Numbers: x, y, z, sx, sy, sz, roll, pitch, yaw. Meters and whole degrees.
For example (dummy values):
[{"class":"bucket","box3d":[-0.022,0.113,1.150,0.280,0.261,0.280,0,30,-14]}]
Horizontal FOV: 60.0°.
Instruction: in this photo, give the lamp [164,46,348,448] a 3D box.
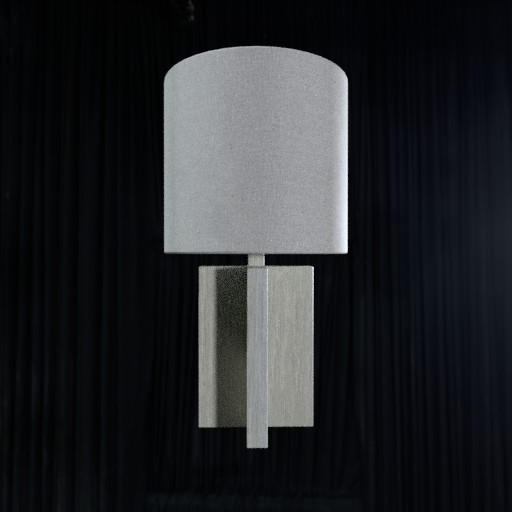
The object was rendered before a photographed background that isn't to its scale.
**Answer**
[{"class":"lamp","box3d":[0.000,0.000,0.565,0.229,0.428,0.229,0,0,-1]}]
